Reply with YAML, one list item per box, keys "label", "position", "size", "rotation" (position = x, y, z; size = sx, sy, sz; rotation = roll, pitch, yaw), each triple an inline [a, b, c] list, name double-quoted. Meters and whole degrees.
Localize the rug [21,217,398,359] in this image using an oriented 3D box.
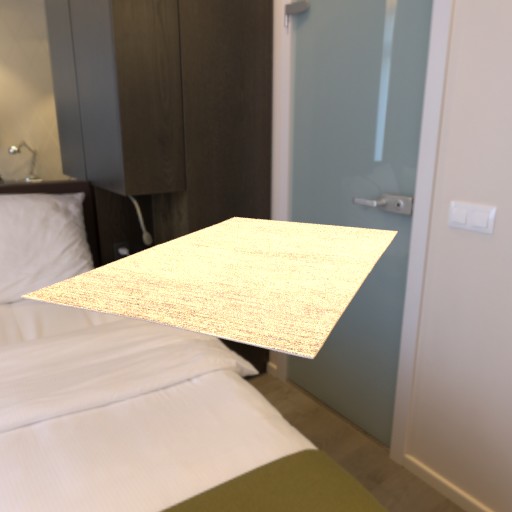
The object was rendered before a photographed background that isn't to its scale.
- label: "rug"
  position: [0.000, 0.000, 2.220]
  size: [1.149, 0.021, 1.773]
  rotation: [7, 17, 24]
